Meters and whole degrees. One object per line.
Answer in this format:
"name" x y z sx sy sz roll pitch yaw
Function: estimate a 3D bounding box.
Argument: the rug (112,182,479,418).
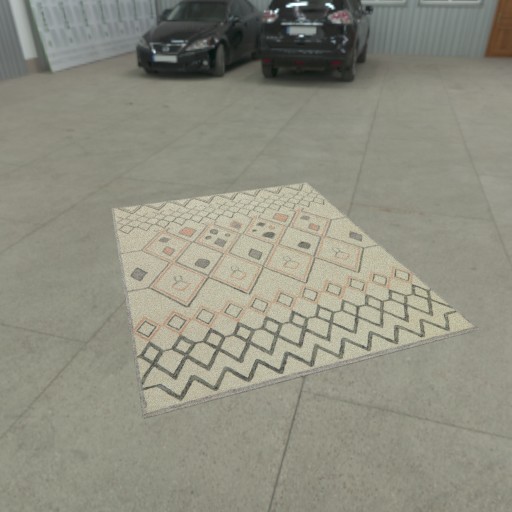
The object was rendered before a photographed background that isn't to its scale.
"rug" 0.000 0.000 4.159 2.441 0.016 3.050 -10 33 -16
